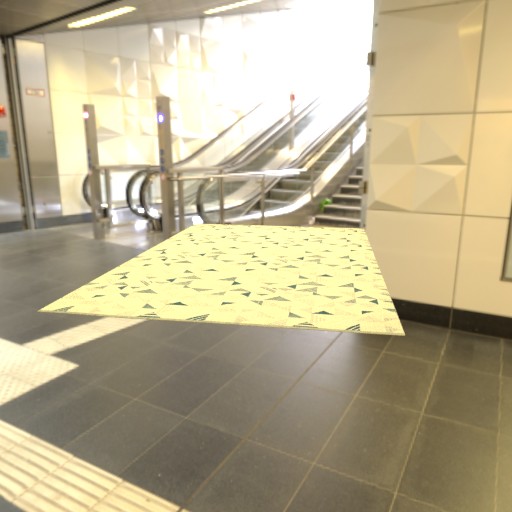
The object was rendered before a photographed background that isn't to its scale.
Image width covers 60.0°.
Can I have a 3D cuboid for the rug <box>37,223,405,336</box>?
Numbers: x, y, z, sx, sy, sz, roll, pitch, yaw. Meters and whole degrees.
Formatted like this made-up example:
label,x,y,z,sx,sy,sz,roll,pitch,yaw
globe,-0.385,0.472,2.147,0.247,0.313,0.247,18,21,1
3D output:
label,x,y,z,sx,sy,sz,roll,pitch,yaw
rug,0.000,0.000,2.285,1.206,0.003,1.835,2,14,9
